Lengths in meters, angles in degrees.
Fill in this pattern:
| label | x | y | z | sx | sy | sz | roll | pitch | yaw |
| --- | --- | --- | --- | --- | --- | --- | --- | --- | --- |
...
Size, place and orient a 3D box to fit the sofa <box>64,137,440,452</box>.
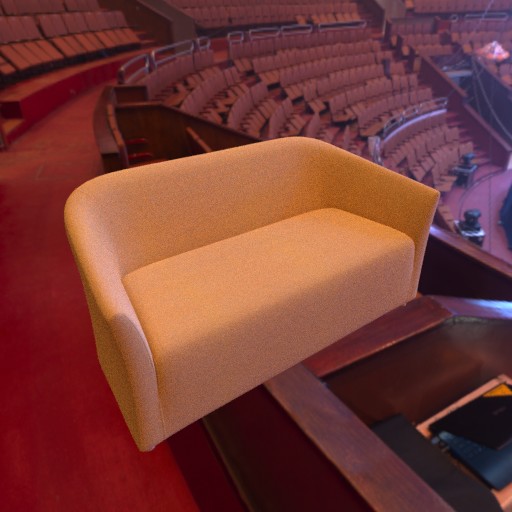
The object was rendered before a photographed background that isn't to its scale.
| label | x | y | z | sx | sy | sz | roll | pitch | yaw |
| --- | --- | --- | --- | --- | --- | --- | --- | --- | --- |
| sofa | 0.000 | 0.000 | 1.834 | 1.452 | 0.721 | 0.705 | -20 | 35 | -32 |
